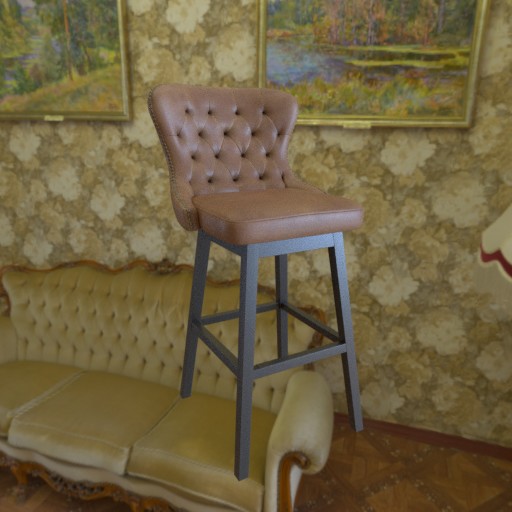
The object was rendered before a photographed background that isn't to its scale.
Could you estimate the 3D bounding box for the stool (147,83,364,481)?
[{"bbox_3d":[0.000,0.000,1.402,0.528,1.050,0.601,-9,18,-28],"label":"stool"}]
